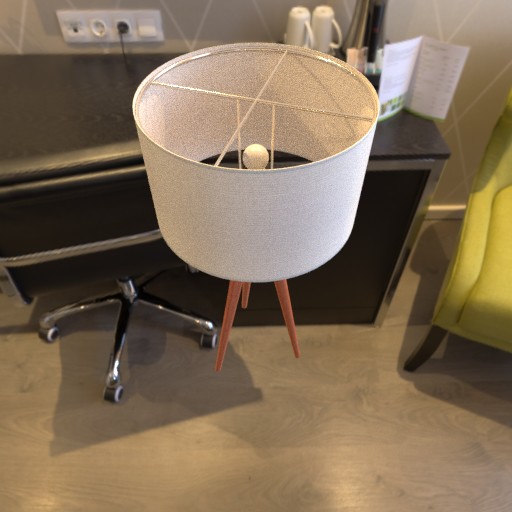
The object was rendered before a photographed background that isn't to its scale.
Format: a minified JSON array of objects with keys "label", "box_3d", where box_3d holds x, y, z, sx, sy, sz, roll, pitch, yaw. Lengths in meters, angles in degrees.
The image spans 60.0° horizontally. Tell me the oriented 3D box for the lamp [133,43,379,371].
[{"label":"lamp","box_3d":[0.000,0.000,0.912,0.354,0.709,0.355,-25,53,-20]}]
